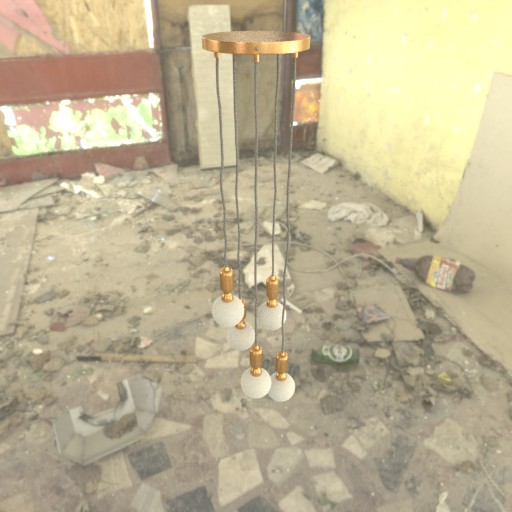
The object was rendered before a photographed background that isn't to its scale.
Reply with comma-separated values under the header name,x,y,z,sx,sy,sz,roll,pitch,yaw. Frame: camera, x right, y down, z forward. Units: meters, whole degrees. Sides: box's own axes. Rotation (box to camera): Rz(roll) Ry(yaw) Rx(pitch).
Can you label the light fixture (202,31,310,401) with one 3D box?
name,x,y,z,sx,sy,sz,roll,pitch,yaw
light fixture,0.000,0.000,0.512,0.108,0.457,0.105,0,32,0
